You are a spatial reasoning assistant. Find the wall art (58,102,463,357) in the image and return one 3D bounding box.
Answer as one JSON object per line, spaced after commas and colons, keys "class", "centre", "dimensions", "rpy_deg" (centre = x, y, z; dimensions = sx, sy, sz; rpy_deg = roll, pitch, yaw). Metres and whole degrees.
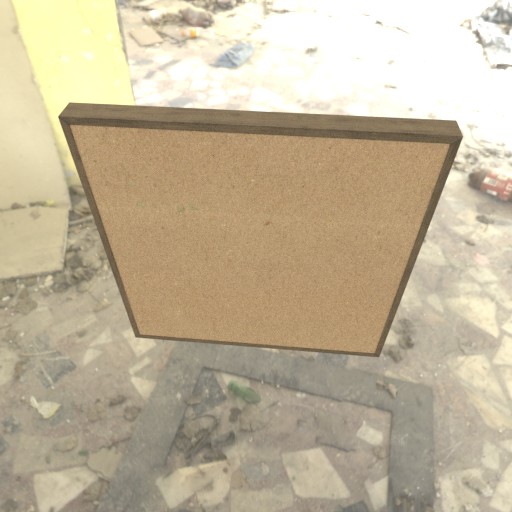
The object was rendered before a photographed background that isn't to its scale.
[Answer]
{"class": "wall art", "centre": [0.000, 0.000, 0.750], "dimensions": [0.508, 0.508, 0.038], "rpy_deg": [4, 46, 4]}
